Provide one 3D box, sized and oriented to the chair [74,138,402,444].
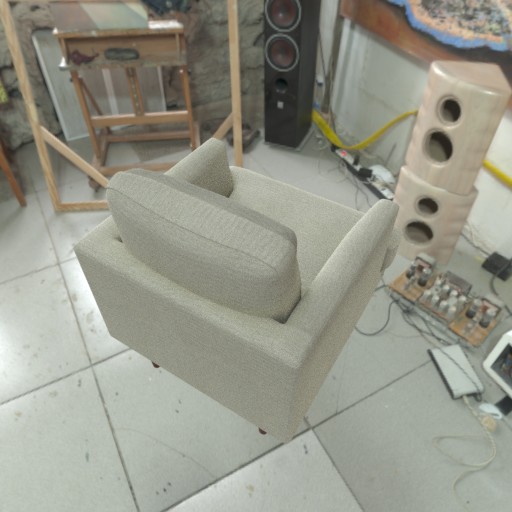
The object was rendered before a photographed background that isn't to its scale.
[{"bbox_3d":[0.000,0.000,1.662,0.858,0.957,0.899,24,51,21],"label":"chair"}]
